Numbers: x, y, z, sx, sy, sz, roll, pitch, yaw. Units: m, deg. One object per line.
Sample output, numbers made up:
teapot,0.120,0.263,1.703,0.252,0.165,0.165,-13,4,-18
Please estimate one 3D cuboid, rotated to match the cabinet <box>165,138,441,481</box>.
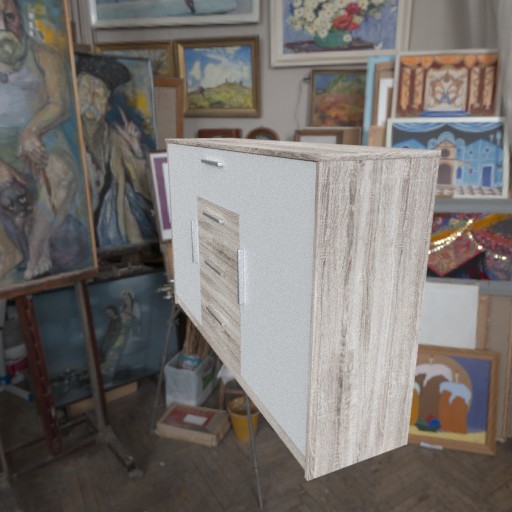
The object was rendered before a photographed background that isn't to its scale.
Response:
cabinet,0.000,0.000,1.816,0.380,0.900,1.450,-7,18,-24
